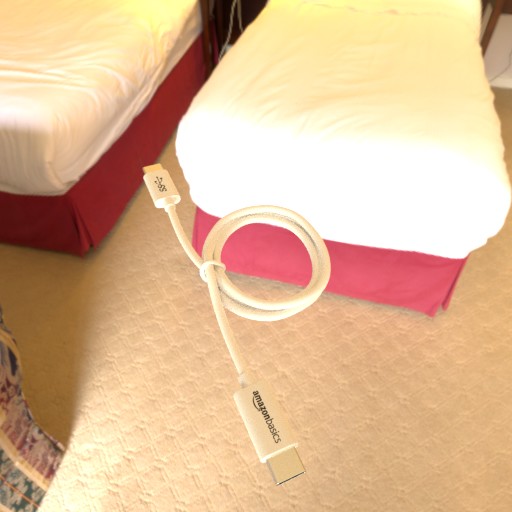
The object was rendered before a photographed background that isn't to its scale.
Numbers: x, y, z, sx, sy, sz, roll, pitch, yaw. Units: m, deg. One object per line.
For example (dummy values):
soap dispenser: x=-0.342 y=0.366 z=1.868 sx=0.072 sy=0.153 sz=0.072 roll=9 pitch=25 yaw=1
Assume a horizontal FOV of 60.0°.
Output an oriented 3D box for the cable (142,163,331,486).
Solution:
cable: x=0.000 y=0.000 z=0.209 sx=0.070 sy=0.014 sz=0.186 roll=-18 pitch=50 yaw=-16
